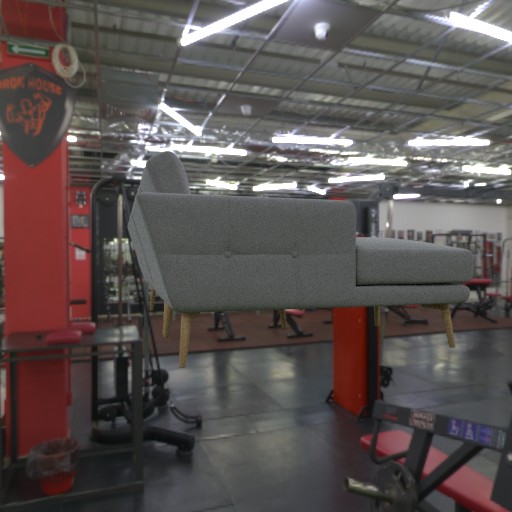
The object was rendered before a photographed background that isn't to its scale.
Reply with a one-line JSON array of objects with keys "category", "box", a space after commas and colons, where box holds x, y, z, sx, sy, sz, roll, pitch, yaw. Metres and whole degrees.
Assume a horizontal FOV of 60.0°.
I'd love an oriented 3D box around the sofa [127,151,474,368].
[{"category": "sofa", "box": [0.000, 0.000, 2.796, 1.530, 0.860, 2.040, 0, 0, -17]}]
